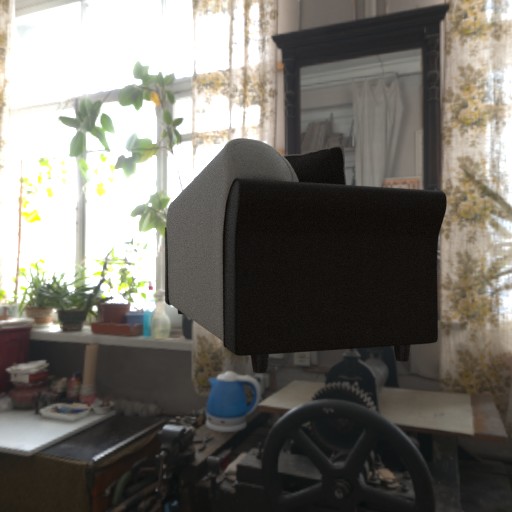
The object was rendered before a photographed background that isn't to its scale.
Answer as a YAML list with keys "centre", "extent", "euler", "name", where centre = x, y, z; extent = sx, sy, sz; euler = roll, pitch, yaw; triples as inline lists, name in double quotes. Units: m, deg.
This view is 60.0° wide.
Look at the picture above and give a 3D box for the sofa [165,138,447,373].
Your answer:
- centre: [0.000, 0.000, 2.371]
  extent: [0.755, 0.787, 2.001]
  euler: [0, -1, -18]
  name: "sofa"
